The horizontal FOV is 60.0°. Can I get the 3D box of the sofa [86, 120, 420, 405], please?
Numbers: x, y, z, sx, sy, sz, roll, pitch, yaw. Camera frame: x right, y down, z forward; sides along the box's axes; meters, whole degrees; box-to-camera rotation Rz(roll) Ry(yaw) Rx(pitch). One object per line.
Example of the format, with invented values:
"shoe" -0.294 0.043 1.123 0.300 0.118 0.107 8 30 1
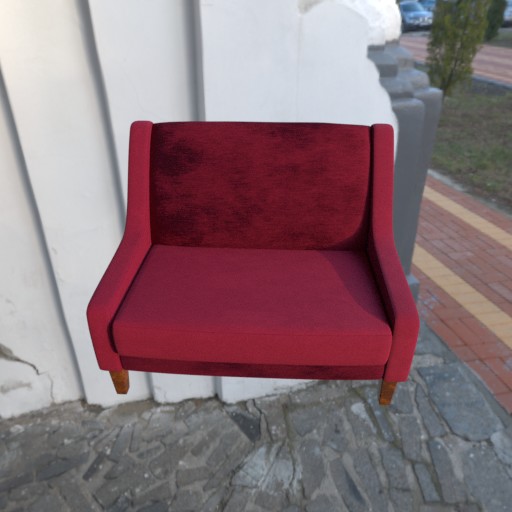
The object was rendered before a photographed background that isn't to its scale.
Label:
"sofa" 0.000 0.000 1.966 1.242 0.976 0.946 1 30 3
